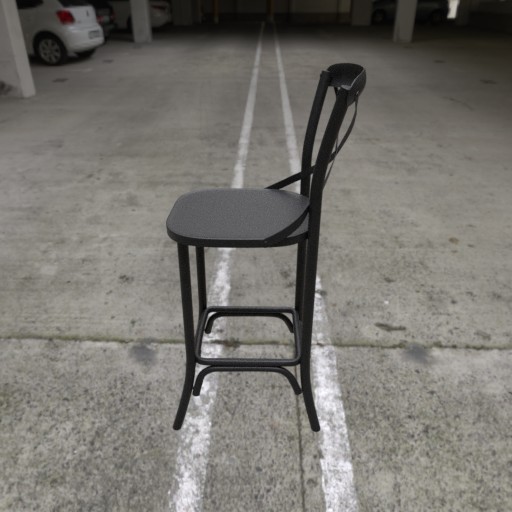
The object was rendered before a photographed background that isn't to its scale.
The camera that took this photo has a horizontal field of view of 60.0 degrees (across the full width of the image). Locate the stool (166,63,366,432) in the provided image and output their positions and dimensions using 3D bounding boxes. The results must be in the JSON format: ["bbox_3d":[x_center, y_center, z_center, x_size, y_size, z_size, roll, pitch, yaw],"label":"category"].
[{"bbox_3d":[0.000,0.000,1.472,0.584,1.168,0.457,1,28,1],"label":"stool"}]
